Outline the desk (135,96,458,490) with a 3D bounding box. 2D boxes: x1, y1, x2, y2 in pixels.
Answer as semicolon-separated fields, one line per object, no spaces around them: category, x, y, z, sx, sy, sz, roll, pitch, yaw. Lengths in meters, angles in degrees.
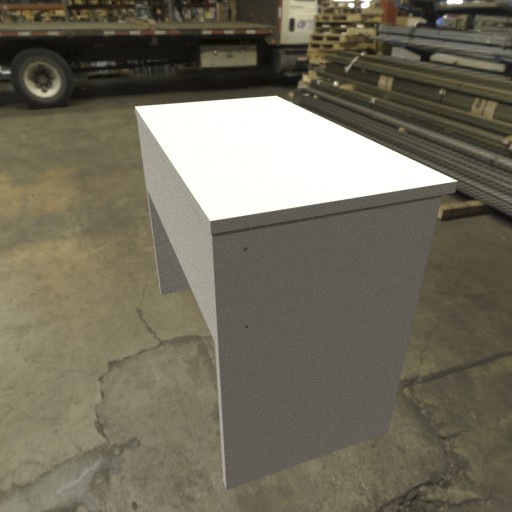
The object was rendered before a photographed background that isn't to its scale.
desk;0.000;0.000;1.331;0.498;0.729;0.900;-11;32;-18
